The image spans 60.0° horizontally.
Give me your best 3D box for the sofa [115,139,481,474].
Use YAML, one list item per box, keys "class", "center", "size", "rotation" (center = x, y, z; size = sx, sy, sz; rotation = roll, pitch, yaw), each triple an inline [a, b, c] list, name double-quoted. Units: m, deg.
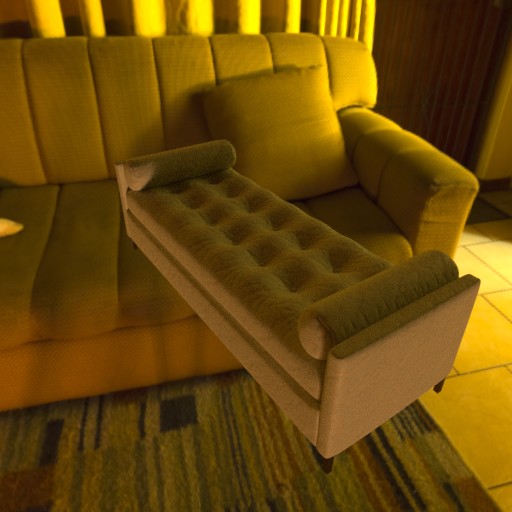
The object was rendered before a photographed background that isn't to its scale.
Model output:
- class: "sofa"
  center: [0.000, 0.000, 2.452]
  size: [0.796, 0.705, 2.102]
  rotation: [-21, 38, -28]
